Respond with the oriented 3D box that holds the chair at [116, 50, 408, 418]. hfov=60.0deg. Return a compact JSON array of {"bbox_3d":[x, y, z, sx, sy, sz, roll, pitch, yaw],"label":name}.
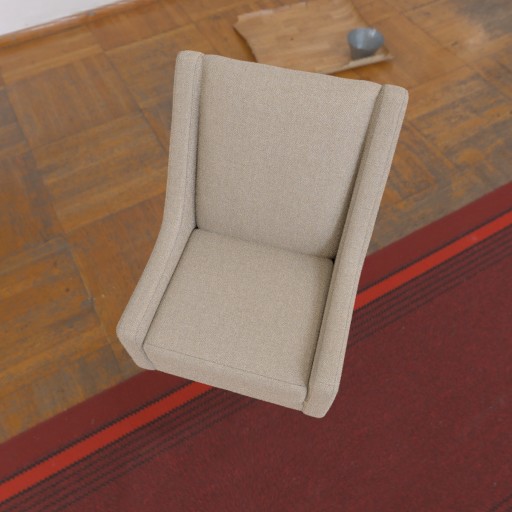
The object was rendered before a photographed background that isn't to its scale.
[{"bbox_3d":[0.000,0.000,1.620,0.774,1.014,0.870,13,59,8],"label":"chair"}]
